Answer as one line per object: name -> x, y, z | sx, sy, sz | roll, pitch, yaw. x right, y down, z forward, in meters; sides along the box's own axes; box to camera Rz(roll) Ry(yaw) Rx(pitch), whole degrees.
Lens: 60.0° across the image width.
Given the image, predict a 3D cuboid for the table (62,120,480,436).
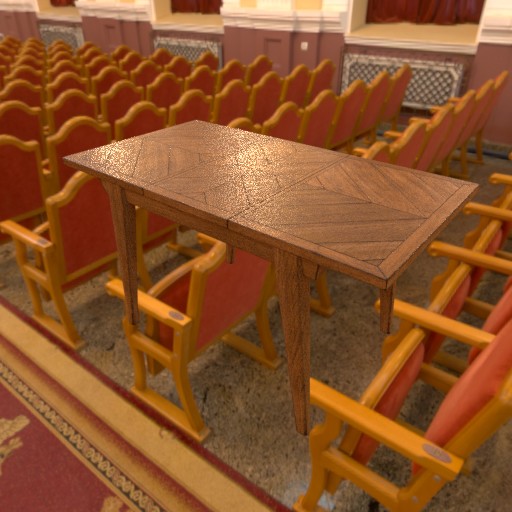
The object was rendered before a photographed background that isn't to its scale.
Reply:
table -> 0.000, 0.000, 1.866 | 1.400, 0.760, 0.757 | 23, 38, 32
